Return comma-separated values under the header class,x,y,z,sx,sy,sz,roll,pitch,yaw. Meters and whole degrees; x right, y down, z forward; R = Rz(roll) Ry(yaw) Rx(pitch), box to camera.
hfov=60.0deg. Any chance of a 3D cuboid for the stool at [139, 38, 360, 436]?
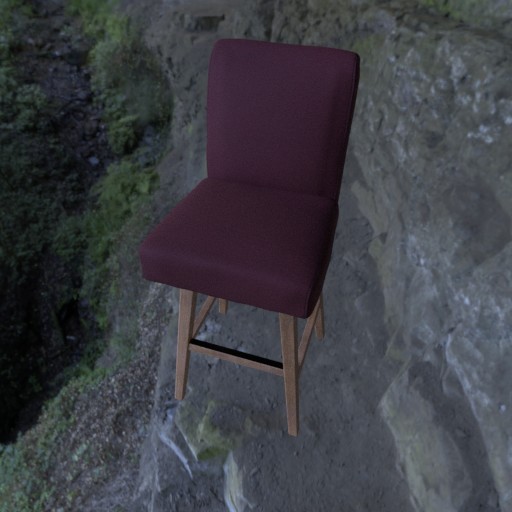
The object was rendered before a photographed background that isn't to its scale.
class,x,y,z,sx,sy,sz,roll,pitch,yaw
stool,0.000,0.000,1.365,0.468,1.093,0.562,12,43,14
